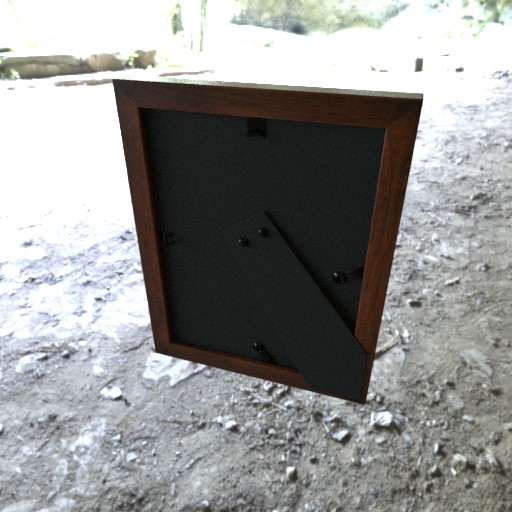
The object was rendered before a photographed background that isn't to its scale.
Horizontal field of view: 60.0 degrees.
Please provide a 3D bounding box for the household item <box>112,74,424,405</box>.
[{"bbox_3d":[0.000,0.000,0.343,0.200,0.250,0.020,10,33,15],"label":"household item"}]
